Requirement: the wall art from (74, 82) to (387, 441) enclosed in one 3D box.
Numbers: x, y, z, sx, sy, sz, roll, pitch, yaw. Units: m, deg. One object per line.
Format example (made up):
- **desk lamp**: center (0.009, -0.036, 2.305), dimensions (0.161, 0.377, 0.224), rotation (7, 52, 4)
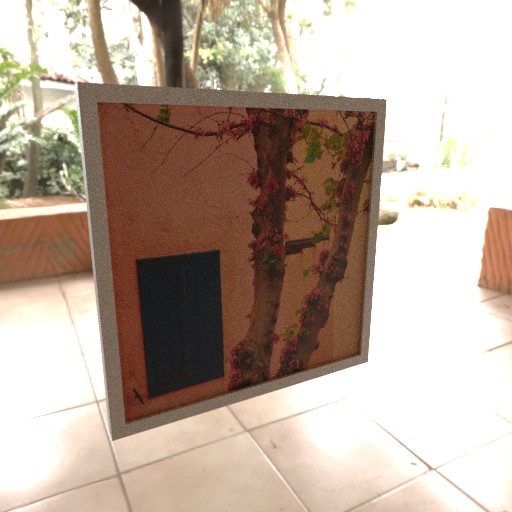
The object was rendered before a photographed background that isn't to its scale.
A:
- **wall art**: center (0.000, 0.000, 1.098), dimensions (0.762, 0.762, 0.038), rotation (-8, 17, -28)
